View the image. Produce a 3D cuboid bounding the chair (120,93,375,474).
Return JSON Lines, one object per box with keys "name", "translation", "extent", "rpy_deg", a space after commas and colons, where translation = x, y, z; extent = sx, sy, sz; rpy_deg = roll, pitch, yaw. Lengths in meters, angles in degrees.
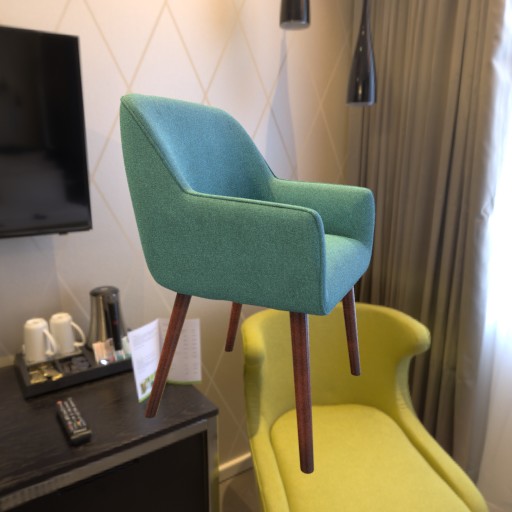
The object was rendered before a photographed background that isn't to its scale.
{"name": "chair", "translation": [0.000, 0.000, 1.170], "extent": [0.519, 0.803, 0.543], "rpy_deg": [6, 15, 24]}
